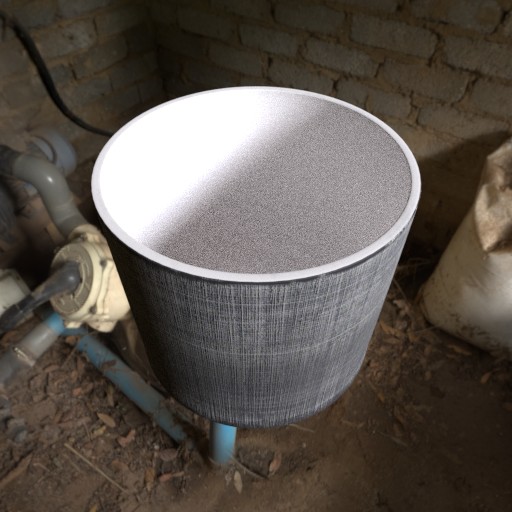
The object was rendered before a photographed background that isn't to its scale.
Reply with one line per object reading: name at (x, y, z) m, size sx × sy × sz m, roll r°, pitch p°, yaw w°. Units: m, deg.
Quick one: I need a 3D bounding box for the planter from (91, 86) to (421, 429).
planter at (0.000, 0.000, 0.431) m, size 0.254 × 0.221 × 0.254 m, roll 0°, pitch 46°, yaw 0°
